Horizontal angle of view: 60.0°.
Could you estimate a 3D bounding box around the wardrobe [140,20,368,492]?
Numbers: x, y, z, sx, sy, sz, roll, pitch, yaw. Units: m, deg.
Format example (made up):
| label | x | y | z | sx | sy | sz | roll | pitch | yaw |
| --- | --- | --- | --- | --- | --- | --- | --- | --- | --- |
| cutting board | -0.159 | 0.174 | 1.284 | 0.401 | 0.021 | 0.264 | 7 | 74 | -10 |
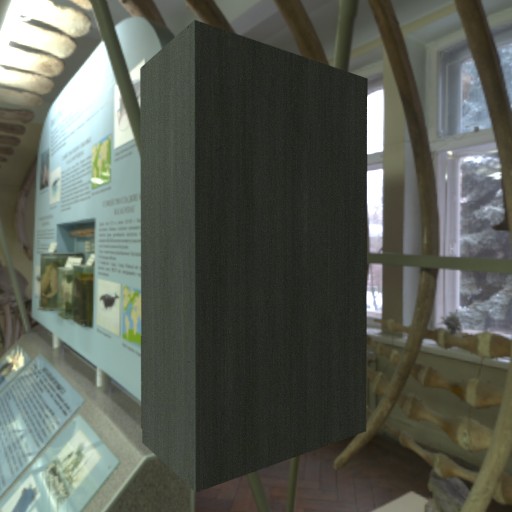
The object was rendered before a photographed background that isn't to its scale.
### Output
| label | x | y | z | sx | sy | sz | roll | pitch | yaw |
| --- | --- | --- | --- | --- | --- | --- | --- | --- | --- |
| wardrobe | 0.000 | 0.000 | 2.217 | 0.991 | 1.808 | 0.577 | -1 | 1 | -36 |
